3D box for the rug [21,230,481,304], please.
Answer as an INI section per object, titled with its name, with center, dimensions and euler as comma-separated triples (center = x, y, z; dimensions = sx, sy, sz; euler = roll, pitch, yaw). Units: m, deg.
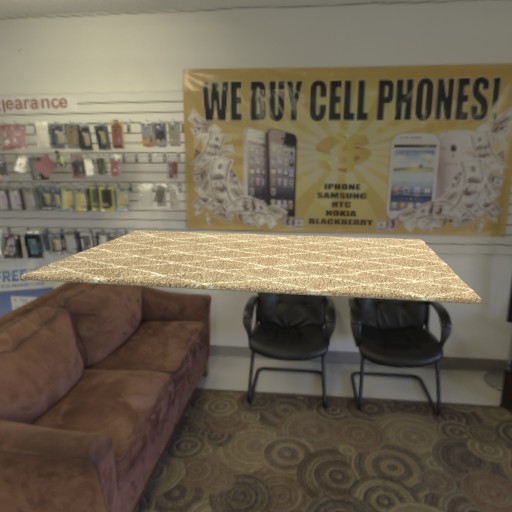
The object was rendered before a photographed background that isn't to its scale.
[rug]
center = 0.000, 0.000, 3.026
dimensions = 2.438, 0.030, 1.524
euler = 2, 13, 10
